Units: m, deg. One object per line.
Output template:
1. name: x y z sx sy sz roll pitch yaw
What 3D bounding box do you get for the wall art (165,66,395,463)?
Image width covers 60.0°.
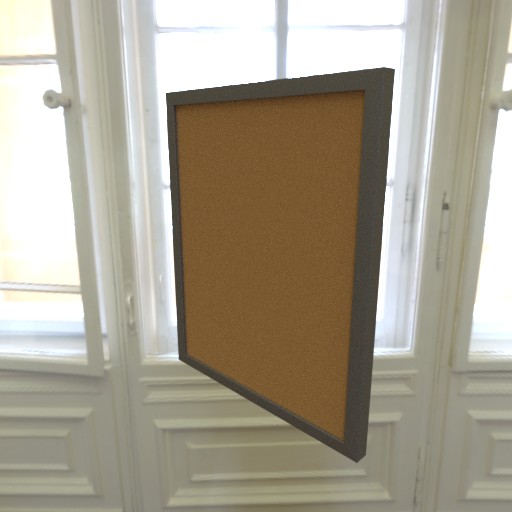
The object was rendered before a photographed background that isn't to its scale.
1. wall art: 0.000 0.000 0.763 0.458 0.558 0.029 15 21 43
